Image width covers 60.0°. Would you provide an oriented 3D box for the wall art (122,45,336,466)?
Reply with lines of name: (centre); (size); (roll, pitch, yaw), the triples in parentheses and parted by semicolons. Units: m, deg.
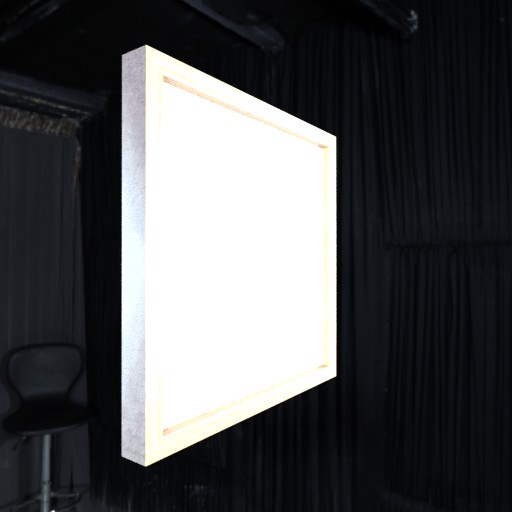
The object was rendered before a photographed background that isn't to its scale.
wall art: (0.000, 0.000, 0.449); (0.028, 0.303, 0.303); (0, 0, 37)
